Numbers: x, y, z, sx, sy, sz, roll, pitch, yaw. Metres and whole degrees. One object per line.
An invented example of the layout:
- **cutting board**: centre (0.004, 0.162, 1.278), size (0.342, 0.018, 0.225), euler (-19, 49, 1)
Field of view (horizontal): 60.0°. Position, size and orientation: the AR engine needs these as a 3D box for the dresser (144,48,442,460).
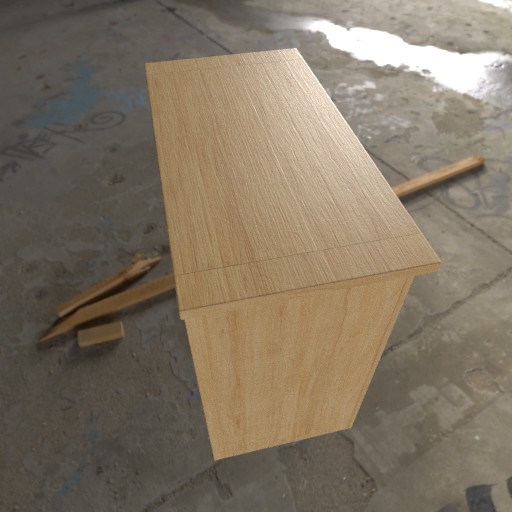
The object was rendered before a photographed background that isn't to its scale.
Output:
- **dresser**: centre (0.000, 0.000, 1.190), size (0.410, 0.730, 0.800), euler (-10, 49, -9)
